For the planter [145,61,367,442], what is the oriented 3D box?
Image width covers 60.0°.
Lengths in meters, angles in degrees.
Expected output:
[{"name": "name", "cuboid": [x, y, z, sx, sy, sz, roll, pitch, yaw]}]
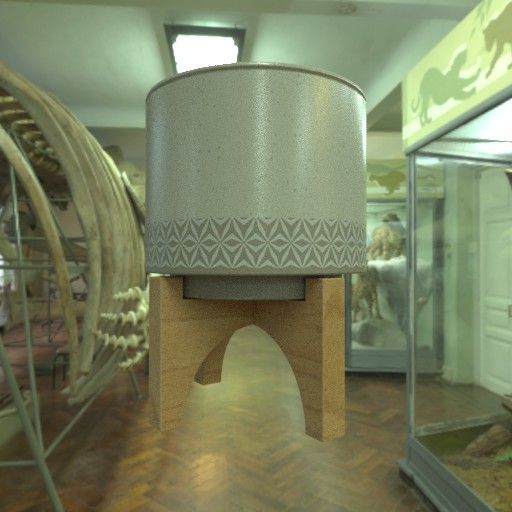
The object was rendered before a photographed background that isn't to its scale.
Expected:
[{"name": "planter", "cuboid": [0.000, 0.000, 0.267, 0.130, 0.178, 0.130, 0, 0, 0]}]
